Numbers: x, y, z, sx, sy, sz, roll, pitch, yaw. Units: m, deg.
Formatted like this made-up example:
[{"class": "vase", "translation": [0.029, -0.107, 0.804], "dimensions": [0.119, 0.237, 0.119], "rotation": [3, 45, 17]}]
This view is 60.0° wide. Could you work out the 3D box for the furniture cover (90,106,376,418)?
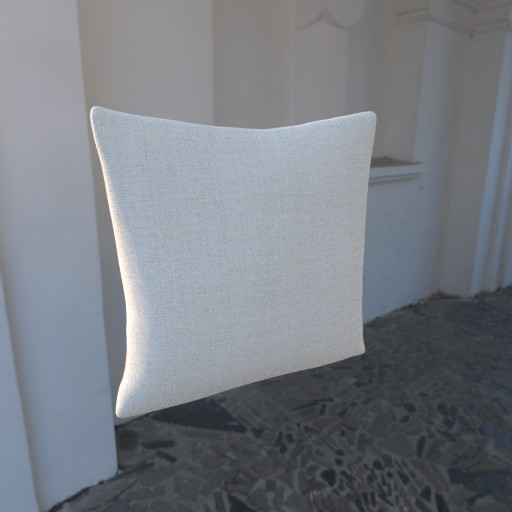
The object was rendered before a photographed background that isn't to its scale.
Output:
[{"class": "furniture cover", "translation": [0.000, 0.000, 0.660], "dimensions": [0.435, 0.420, 0.145], "rotation": [-7, 16, -25]}]
